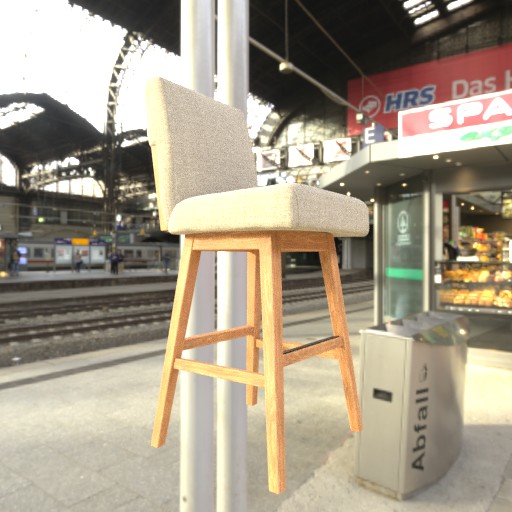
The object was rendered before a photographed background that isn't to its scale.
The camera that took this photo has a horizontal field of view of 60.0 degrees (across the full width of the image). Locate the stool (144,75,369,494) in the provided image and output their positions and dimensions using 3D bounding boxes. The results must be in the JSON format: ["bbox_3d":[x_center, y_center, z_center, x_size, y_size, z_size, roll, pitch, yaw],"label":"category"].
[{"bbox_3d":[0.000,0.000,1.364,0.569,1.106,0.483,0,0,37],"label":"stool"}]
